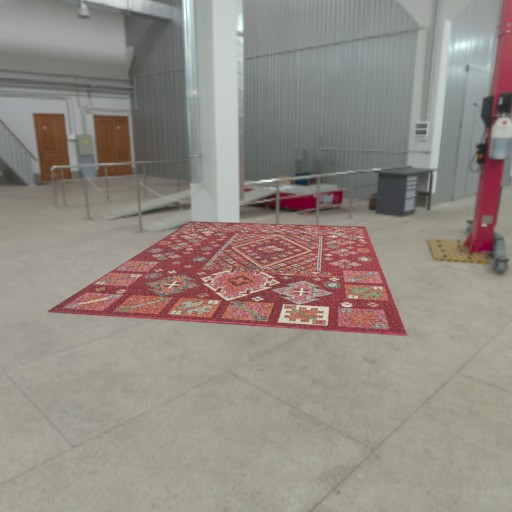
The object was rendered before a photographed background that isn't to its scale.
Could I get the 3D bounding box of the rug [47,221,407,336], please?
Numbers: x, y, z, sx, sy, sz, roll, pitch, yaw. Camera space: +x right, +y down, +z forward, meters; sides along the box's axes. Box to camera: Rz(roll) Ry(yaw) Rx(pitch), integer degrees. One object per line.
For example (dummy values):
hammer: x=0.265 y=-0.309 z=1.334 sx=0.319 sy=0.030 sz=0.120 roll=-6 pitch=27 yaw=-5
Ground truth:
rug: x=0.000 y=0.000 z=2.932 sx=1.579 sy=0.007 sz=2.184 roll=2 pitch=16 yaw=9
